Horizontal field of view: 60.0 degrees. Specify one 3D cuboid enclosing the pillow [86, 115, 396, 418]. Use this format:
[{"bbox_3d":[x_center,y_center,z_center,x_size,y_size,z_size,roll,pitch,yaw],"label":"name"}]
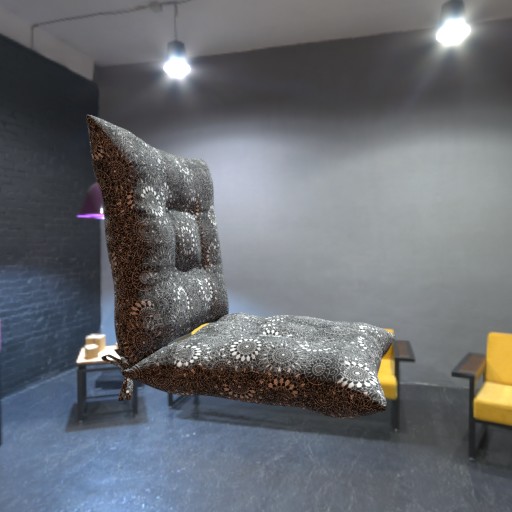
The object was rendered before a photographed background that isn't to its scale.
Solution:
[{"bbox_3d":[0.000,0.000,0.979,0.585,0.536,0.541,1,2,18],"label":"pillow"}]
